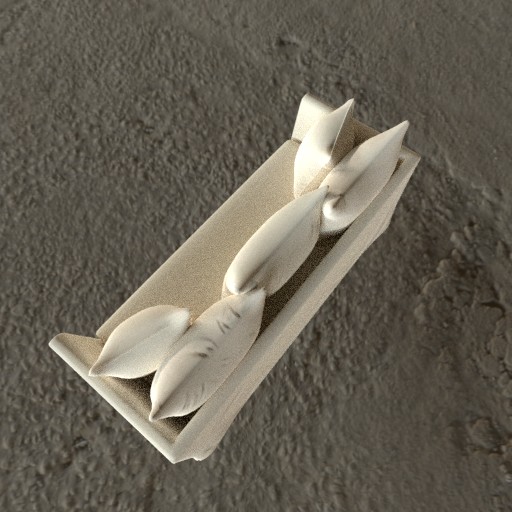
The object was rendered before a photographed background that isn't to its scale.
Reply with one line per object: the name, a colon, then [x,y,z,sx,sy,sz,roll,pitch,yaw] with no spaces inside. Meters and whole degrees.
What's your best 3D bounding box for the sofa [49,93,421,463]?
sofa: [0.000,0.000,2.958,1.030,1.042,2.484,36,68,16]
